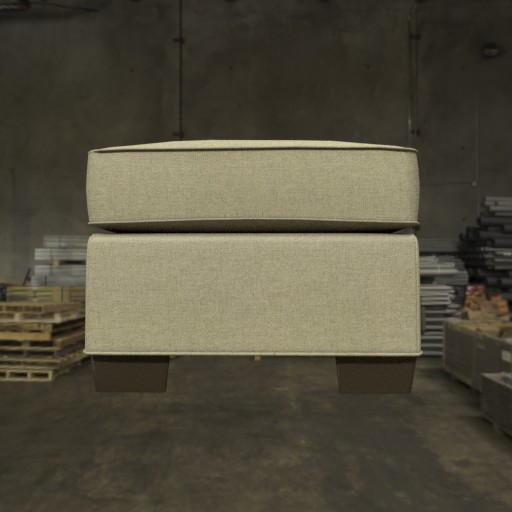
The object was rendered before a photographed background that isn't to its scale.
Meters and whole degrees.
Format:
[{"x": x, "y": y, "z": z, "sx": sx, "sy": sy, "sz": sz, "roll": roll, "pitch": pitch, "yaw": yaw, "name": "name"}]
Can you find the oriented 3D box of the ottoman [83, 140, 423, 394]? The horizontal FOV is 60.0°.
[{"x": 0.000, "y": 0.000, "z": 1.210, "sx": 0.619, "sy": 0.504, "sz": 0.843, "roll": 0, "pitch": 0, "yaw": 1, "name": "ottoman"}]
